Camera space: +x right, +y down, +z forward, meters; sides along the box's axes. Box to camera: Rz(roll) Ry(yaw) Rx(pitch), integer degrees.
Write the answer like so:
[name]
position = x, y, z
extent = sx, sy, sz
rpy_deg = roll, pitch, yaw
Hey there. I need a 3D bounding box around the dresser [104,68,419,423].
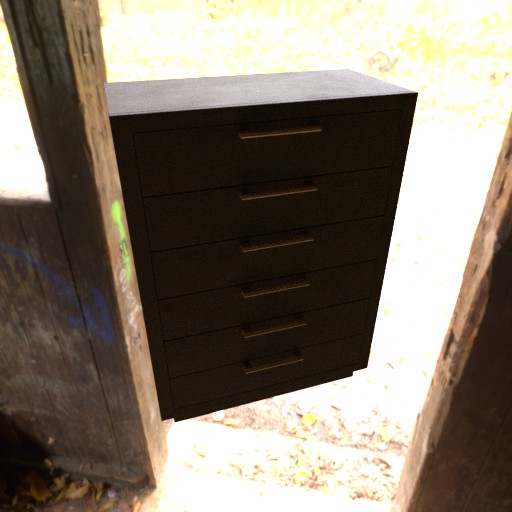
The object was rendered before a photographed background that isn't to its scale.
[dresser]
position = 0.000, 0.000, 1.829
extent = 0.964, 1.320, 0.516
rpy_deg = -10, 33, -15
